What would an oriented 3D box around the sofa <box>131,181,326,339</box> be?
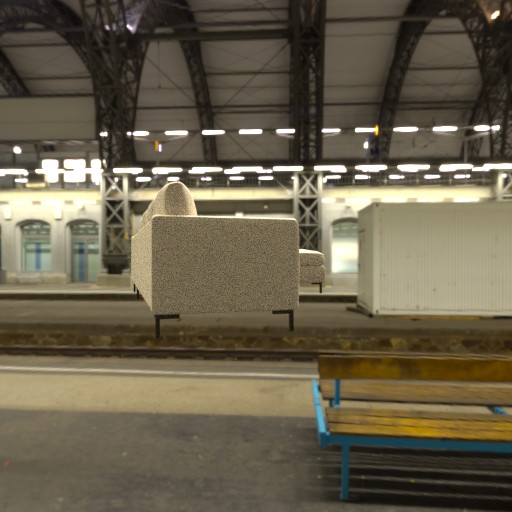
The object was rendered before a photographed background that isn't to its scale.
[{"bbox_3d":[0.000,0.000,3.869,2.007,0.815,2.949,0,0,-18],"label":"sofa"}]
